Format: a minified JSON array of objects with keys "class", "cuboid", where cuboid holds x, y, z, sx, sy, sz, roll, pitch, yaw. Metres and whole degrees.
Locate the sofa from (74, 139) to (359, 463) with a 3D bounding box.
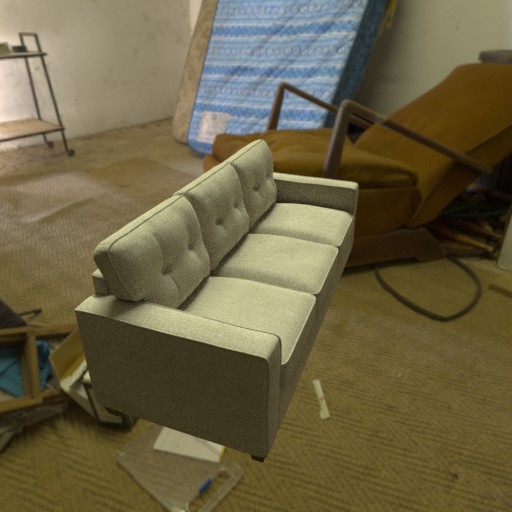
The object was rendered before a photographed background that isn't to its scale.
[{"class":"sofa","cuboid":[0.000,0.000,2.739,0.939,0.965,2.133,10,30,18]}]
